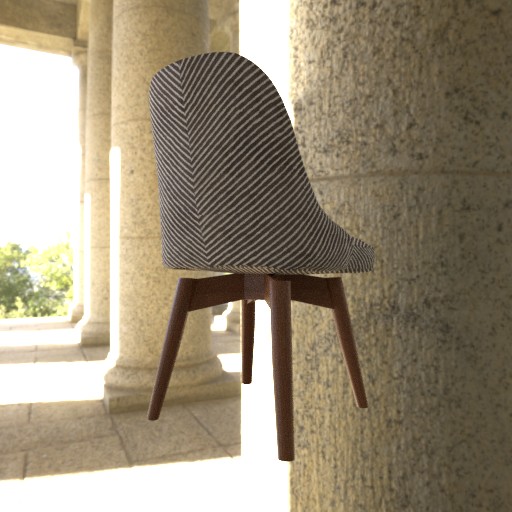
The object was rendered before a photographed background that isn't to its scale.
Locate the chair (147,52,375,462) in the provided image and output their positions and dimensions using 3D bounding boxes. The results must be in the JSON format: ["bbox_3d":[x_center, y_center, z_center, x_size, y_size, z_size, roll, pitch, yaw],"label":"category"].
[{"bbox_3d":[0.000,0.000,1.232,0.504,0.883,0.591,0,-1,36],"label":"chair"}]
